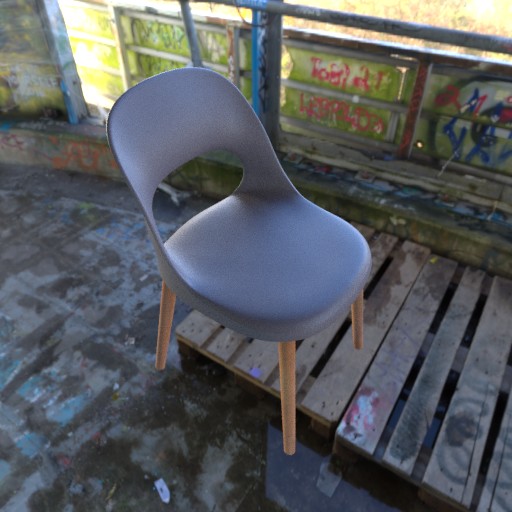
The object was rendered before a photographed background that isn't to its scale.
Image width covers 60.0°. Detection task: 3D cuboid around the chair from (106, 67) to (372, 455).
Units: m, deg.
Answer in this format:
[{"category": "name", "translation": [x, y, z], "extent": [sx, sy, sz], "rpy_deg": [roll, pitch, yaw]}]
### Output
[{"category": "chair", "translation": [0.000, 0.000, 1.132], "extent": [0.556, 0.795, 0.470], "rpy_deg": [25, 46, 26]}]
